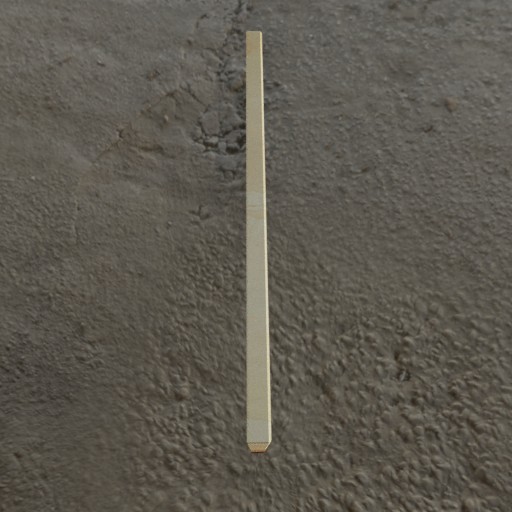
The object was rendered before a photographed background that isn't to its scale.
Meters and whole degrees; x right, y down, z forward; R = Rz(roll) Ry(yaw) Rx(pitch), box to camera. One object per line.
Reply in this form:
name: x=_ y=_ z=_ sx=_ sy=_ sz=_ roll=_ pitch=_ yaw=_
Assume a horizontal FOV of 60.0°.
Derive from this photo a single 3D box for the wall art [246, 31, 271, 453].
wall art: x=0.000 y=0.000 z=1.146 sx=0.038 sy=0.602 sz=0.918 roll=-1 pitch=65 yaw=0
